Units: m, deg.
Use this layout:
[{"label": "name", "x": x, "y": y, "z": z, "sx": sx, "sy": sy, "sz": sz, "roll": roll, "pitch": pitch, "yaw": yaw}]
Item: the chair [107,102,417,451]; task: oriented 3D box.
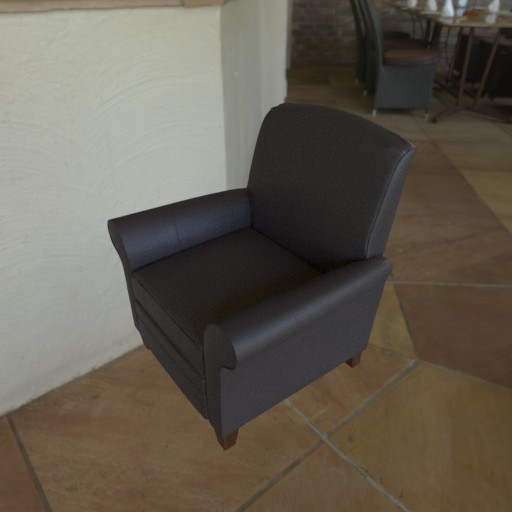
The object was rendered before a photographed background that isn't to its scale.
[{"label": "chair", "x": 0.000, "y": 0.000, "z": 1.829, "sx": 0.902, "sy": 1.061, "sz": 0.978, "roll": -22, "pitch": 38, "yaw": -30}]
